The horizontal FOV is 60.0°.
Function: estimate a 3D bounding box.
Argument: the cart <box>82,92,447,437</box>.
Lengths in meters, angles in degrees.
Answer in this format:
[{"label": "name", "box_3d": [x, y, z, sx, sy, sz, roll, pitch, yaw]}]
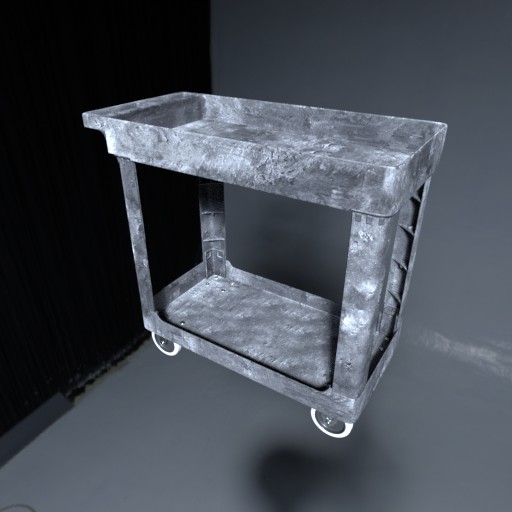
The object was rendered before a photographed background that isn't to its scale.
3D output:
[{"label": "cart", "box_3d": [0.000, 0.000, 1.353, 0.877, 0.824, 0.420, 18, 34, 28]}]
